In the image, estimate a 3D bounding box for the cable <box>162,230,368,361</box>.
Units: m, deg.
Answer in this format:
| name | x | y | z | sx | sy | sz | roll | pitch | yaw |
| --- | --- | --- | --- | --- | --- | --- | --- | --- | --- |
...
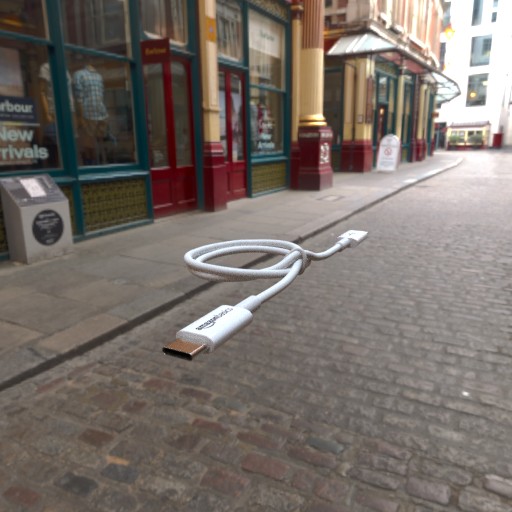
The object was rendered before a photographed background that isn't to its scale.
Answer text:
| name | x | y | z | sx | sy | sz | roll | pitch | yaw |
| --- | --- | --- | --- | --- | --- | --- | --- | --- | --- |
| cable | 0.000 | 0.000 | 0.228 | 0.070 | 0.014 | 0.203 | 7 | 16 | 26 |
